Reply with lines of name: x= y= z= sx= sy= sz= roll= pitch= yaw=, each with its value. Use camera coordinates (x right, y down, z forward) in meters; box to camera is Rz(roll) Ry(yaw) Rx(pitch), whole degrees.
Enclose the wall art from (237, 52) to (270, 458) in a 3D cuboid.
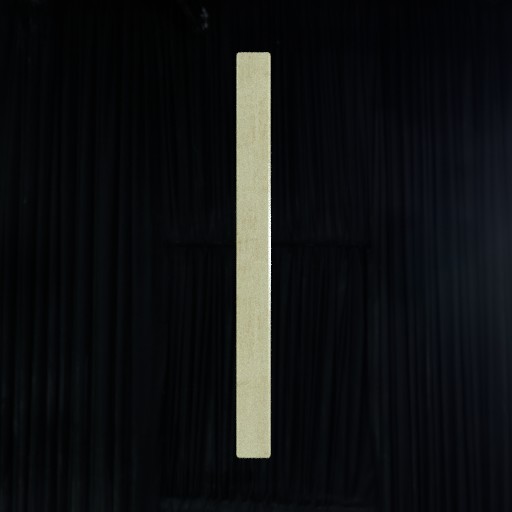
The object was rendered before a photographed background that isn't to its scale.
wall art: x=0.000 y=0.000 z=0.683 sx=0.032 sy=0.381 sz=0.533 roll=0 pitch=0 yaw=1
